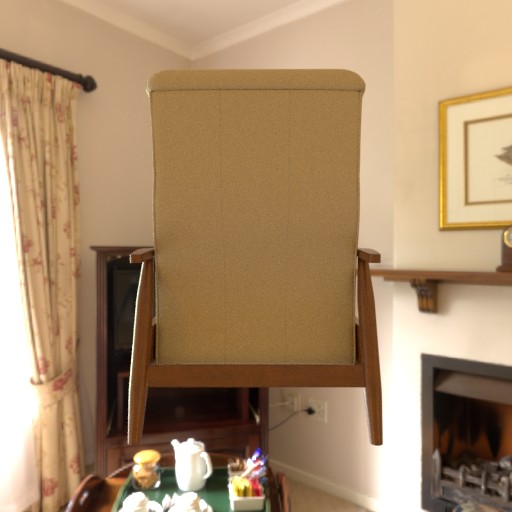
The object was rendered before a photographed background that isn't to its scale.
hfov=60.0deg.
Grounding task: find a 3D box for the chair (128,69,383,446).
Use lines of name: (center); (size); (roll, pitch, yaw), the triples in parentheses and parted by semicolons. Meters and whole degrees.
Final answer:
chair: (0.000, 0.000, 1.755); (0.762, 1.082, 1.014); (0, 0, 0)
